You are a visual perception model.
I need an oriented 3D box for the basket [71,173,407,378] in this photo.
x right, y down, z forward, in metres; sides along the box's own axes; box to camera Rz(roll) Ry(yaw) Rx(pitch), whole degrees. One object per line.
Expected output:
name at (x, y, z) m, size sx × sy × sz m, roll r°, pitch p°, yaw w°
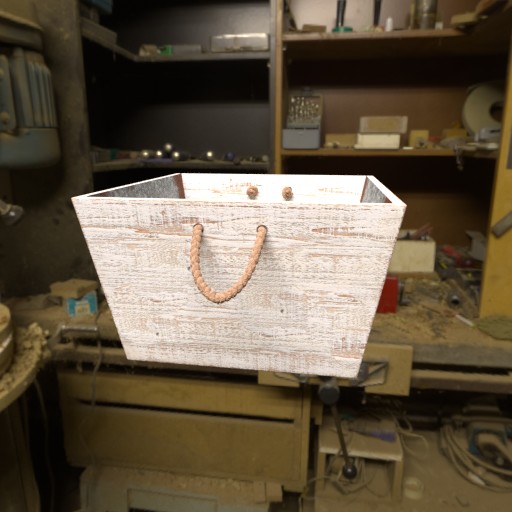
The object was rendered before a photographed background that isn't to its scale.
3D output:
basket at (0.000, 0.000, 0.763) m, size 0.413 × 0.247 × 0.545 m, roll 2°, pitch 15°, yaw 9°
